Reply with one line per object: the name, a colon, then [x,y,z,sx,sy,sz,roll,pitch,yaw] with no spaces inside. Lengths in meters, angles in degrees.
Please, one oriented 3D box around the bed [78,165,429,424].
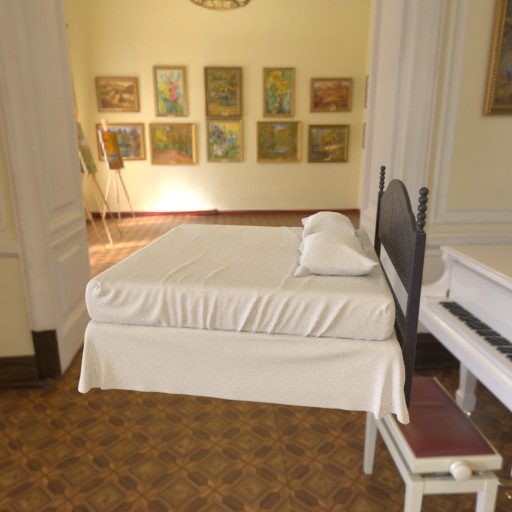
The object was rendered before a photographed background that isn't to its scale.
bed: [0.000,0.000,3.622,2.219,1.355,2.322,2,15,9]
